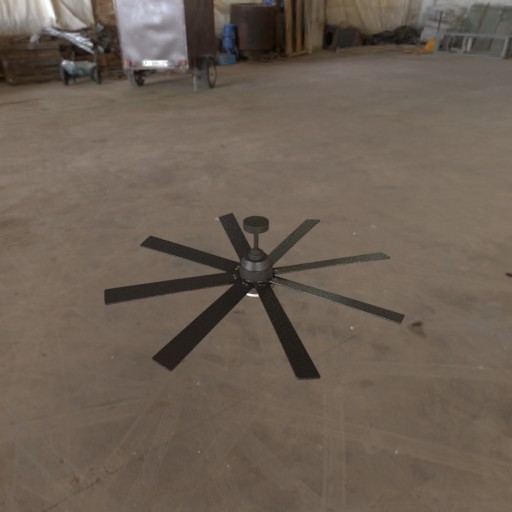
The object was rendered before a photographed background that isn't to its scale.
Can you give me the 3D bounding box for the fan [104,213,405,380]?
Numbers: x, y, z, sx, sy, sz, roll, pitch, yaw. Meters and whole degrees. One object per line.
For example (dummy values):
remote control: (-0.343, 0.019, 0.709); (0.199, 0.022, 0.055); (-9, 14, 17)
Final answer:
fan: (0.000, 0.000, 2.722); (1.830, 0.472, 1.830); (-8, 31, -13)
